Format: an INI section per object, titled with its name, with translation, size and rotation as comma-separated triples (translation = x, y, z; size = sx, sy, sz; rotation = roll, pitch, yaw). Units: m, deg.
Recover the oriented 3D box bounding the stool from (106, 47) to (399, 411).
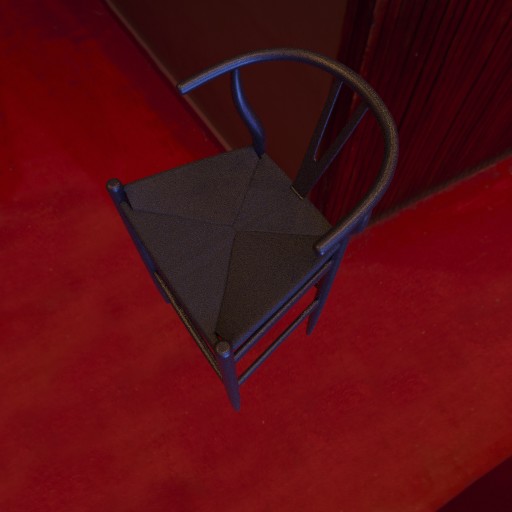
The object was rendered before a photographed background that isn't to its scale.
[stool]
translation = 0.000, 0.000, 1.369
size = 0.579, 1.072, 0.569
rotation = -32, 67, -15
